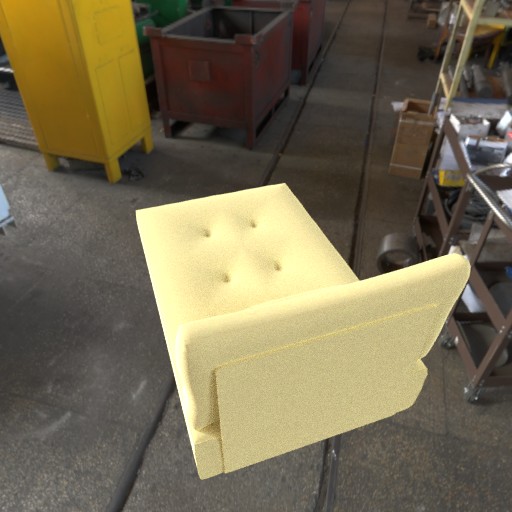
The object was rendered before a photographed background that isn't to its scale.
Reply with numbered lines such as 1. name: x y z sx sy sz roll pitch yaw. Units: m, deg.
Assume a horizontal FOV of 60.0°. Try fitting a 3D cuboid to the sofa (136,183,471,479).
1. sofa: 0.000 0.000 1.993 0.930 0.820 1.450 -13 42 -15
